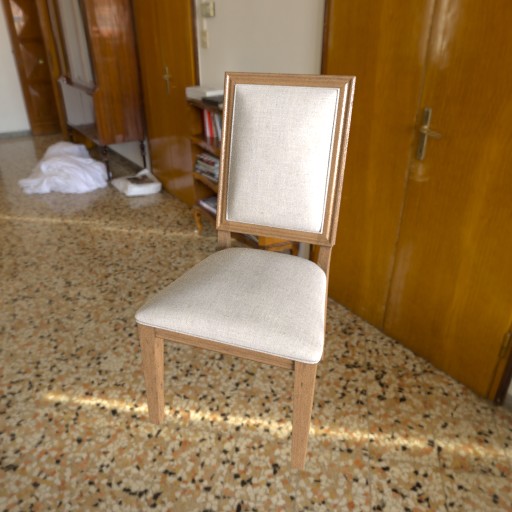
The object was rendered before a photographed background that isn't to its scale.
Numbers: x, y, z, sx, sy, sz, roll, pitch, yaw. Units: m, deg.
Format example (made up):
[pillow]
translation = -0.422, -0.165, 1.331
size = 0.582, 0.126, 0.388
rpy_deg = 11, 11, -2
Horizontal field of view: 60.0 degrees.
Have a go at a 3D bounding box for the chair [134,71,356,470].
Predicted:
[chair]
translation = 0.000, 0.000, 1.354
size = 0.536, 0.988, 0.601
rpy_deg = 9, 29, 18
